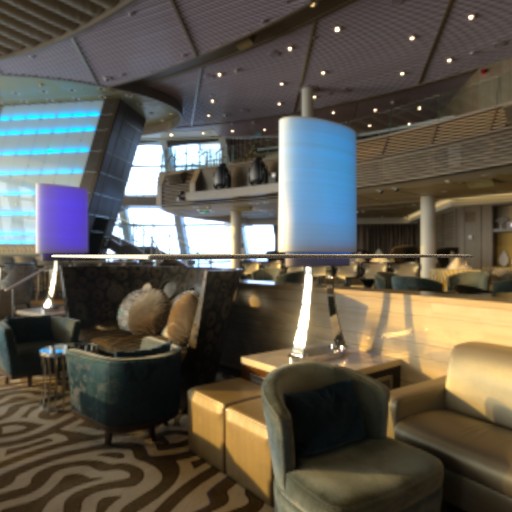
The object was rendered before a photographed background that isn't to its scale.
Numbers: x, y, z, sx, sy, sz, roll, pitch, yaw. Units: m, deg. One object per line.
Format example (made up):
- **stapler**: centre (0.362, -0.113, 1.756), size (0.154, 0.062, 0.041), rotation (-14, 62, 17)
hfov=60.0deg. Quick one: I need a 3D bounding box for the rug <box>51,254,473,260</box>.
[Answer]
- **rug**: centre (0.000, 0.000, 4.086), size (3.066, 0.030, 2.462), rotation (0, 0, -36)
